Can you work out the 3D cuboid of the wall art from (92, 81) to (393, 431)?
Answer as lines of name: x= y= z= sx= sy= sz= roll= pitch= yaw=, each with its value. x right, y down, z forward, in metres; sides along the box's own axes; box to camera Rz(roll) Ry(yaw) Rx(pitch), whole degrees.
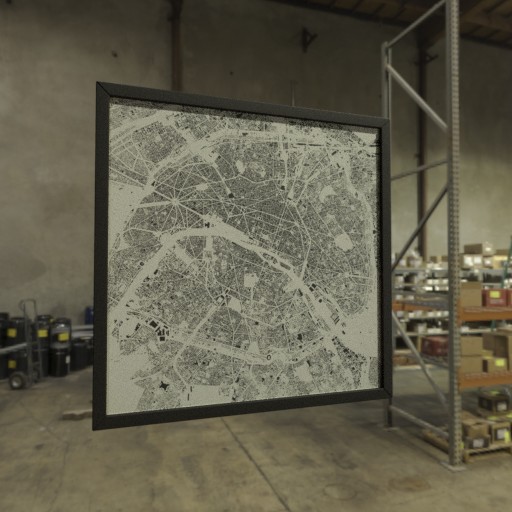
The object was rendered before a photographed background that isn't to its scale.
wall art: x=0.000 y=0.000 z=0.740 sx=0.508 sy=0.508 sz=0.037 roll=1 pitch=-2 yaw=-19
